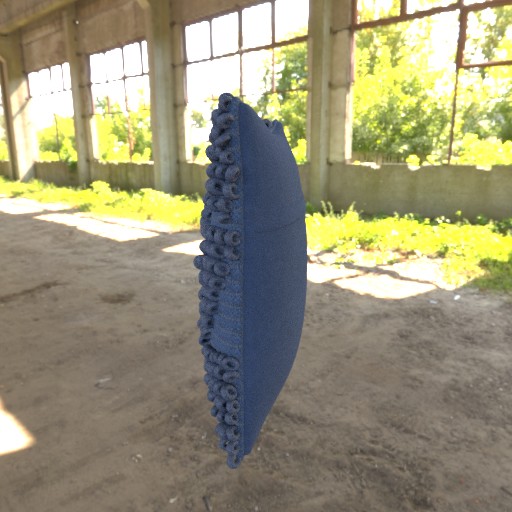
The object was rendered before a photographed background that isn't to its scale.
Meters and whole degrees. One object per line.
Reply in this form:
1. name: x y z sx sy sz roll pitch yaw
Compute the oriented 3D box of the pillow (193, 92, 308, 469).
1. pillow: 0.000 0.000 0.739 0.172 0.466 0.469 2 13 8
